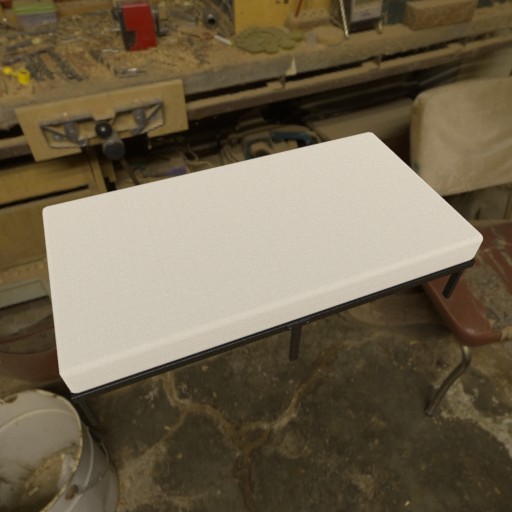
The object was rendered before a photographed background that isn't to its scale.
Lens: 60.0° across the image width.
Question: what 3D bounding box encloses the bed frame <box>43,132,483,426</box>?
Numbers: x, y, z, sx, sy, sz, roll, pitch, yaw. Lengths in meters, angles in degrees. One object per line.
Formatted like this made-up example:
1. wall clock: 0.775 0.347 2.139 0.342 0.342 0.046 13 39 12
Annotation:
1. bed frame: 0.000 0.000 3.160 2.635 0.680 1.393 -16 49 -15
